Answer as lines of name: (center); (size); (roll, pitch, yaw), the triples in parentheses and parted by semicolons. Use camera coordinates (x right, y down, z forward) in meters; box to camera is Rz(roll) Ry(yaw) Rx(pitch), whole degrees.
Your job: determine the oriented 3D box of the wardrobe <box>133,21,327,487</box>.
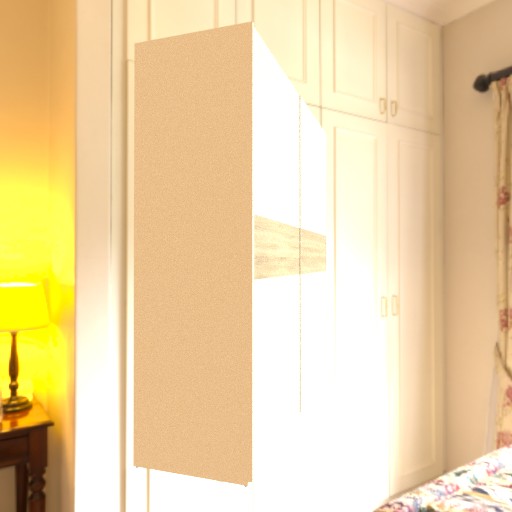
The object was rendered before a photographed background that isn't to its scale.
wardrobe: (0.000, 0.000, 2.879); (0.600, 2.020, 1.830); (0, -1, 19)
